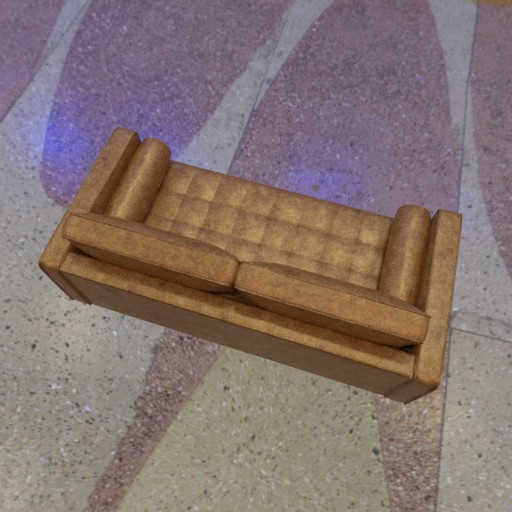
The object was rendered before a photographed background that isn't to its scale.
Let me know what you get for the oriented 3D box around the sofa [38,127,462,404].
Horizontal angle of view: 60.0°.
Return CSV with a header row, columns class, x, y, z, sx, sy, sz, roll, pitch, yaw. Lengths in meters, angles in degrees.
class,x,y,z,sx,sy,sz,roll,pitch,yaw
sofa,0.000,0.000,2.336,1.920,0.825,0.924,16,65,8
